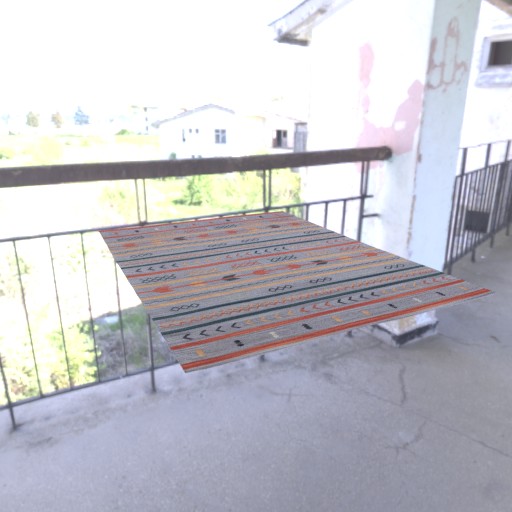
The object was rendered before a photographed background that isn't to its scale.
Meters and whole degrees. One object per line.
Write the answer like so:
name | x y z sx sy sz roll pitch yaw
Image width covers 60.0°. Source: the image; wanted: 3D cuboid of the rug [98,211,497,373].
rug | 0.000 0.000 3.897 2.263 0.022 3.029 -9 20 -25
